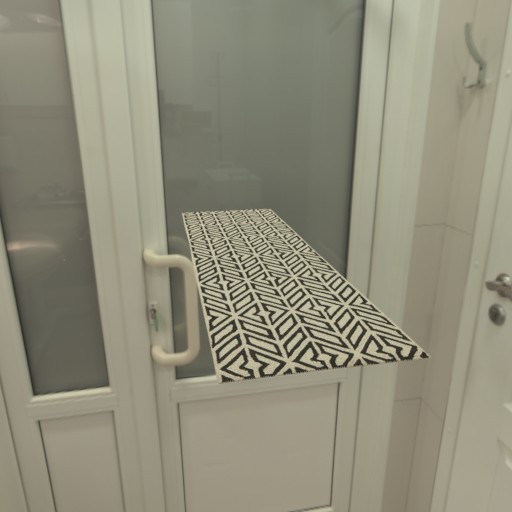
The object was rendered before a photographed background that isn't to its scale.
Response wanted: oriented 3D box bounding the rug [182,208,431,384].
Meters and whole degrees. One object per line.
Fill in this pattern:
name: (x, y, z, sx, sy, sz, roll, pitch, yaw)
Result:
rug: (0.000, 0.000, 2.607, 0.750, 0.009, 2.435, -4, 19, -11)
